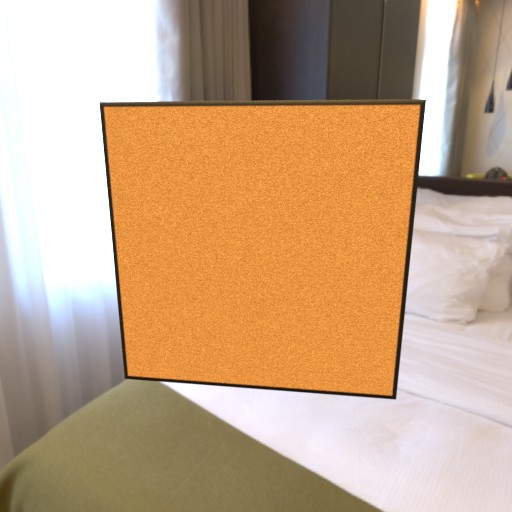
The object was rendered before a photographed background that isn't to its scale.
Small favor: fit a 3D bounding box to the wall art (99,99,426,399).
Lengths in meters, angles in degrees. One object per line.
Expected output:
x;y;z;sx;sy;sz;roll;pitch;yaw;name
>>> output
0.000;0.000;1.160;0.769;0.766;0.042;2;16;7;wall art
